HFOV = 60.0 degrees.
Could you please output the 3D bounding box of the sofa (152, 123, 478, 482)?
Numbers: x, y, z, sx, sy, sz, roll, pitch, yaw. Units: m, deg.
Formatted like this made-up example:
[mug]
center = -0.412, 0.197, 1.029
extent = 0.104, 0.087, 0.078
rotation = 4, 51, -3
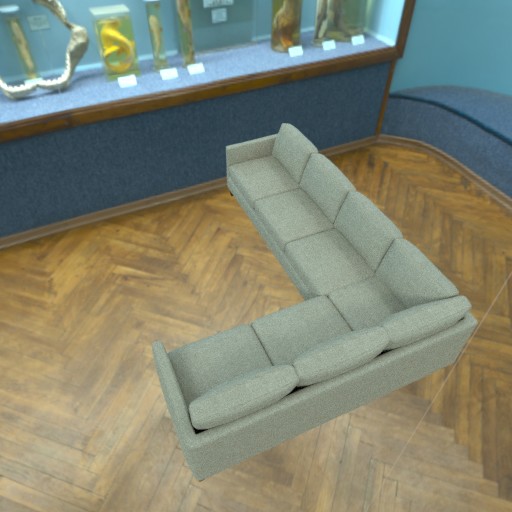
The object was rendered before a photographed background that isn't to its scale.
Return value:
[sofa]
center = 0.000, 0.000, 4.440
extent = 2.522, 0.934, 3.333
rotation = -18, 48, -17
